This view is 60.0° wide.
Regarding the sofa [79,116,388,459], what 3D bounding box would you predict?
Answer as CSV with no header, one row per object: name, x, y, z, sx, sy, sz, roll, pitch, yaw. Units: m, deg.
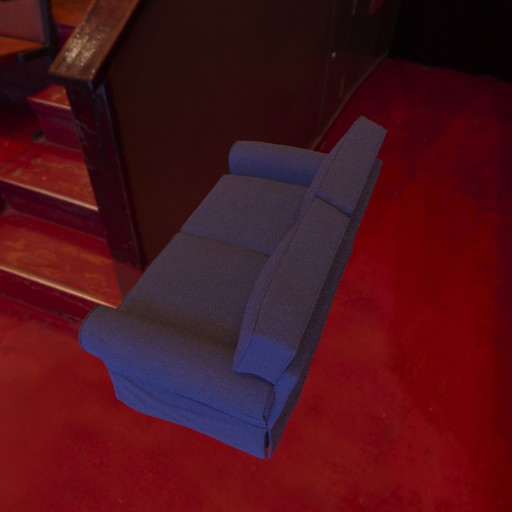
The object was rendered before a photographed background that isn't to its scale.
sofa,0.000,0.000,2.434,0.997,1.059,1.801,16,47,16
